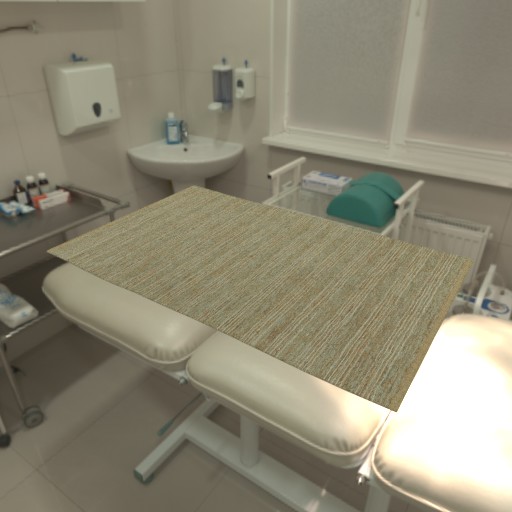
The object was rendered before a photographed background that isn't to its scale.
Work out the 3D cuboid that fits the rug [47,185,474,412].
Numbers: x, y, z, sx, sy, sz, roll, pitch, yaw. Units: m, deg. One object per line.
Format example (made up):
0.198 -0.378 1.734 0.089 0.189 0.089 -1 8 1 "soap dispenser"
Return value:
0.000 0.000 2.983 2.448 0.012 1.540 19 35 29 "rug"
